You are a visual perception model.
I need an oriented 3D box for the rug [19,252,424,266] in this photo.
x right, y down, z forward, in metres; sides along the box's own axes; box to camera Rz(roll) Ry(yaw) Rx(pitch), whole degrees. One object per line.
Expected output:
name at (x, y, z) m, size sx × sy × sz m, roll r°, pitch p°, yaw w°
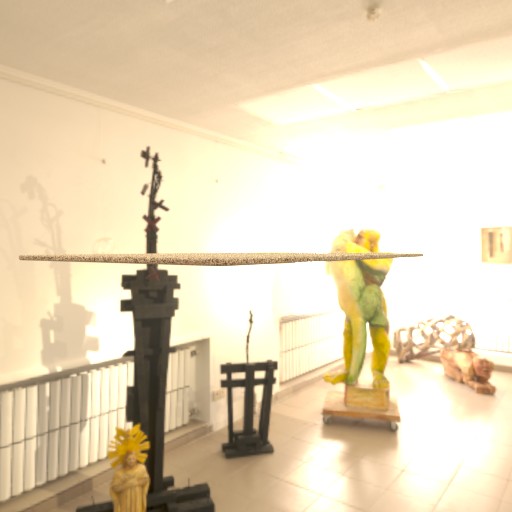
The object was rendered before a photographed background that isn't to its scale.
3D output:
rug at (0.000, 0.000, 3.008) m, size 1.524 × 0.030 × 2.438 m, roll 1°, pitch 1°, yaw 37°
